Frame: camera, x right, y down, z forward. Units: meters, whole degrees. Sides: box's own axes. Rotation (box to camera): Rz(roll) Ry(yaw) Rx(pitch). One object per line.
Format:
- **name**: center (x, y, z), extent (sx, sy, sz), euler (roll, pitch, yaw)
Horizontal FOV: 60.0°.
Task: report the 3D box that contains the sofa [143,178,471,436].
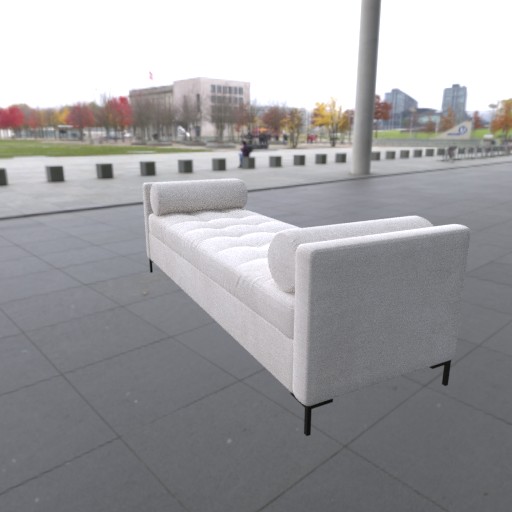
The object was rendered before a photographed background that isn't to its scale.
- **sofa**: center (0.000, 0.000, 2.322), extent (0.686, 0.635, 1.981), euler (-8, 17, -26)
